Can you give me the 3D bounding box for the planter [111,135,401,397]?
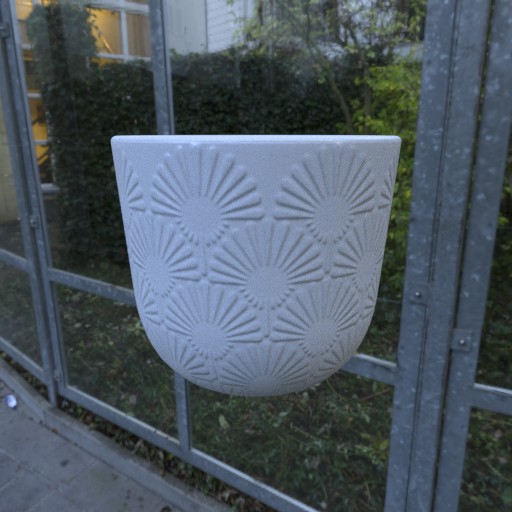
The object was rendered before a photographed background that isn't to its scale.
[{"bbox_3d":[0.000,0.000,0.291,0.170,0.152,0.170,0,15,0],"label":"planter"}]
